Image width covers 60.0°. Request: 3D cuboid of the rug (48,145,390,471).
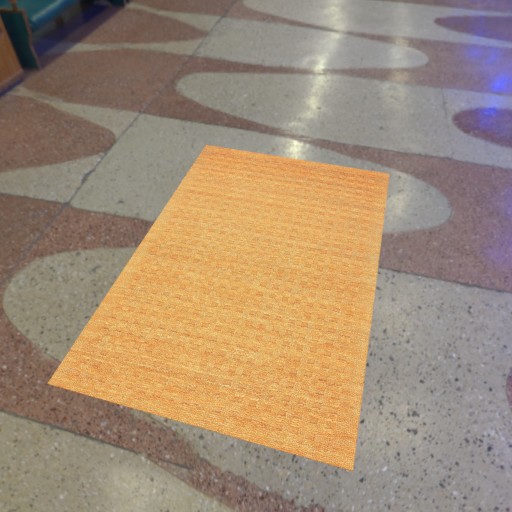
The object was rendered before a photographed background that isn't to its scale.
[{"bbox_3d":[0.000,0.000,2.842,1.524,0.006,2.285,11,47,11],"label":"rug"}]
